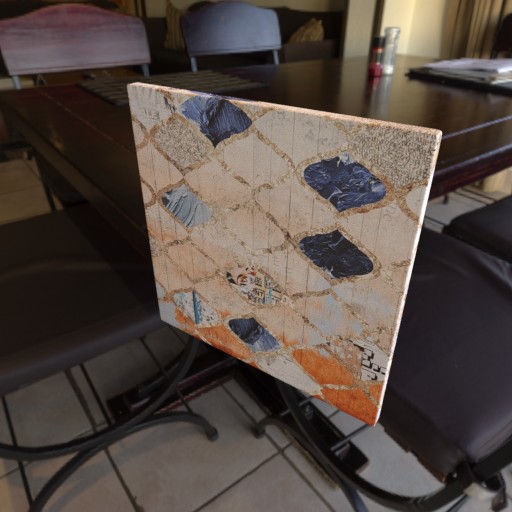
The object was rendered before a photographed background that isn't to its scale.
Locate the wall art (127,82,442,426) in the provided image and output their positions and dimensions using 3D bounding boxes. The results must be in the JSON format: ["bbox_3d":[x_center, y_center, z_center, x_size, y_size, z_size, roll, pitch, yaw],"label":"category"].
[{"bbox_3d":[0.000,0.000,1.362,0.912,0.914,0.039,20,37,28],"label":"wall art"}]
